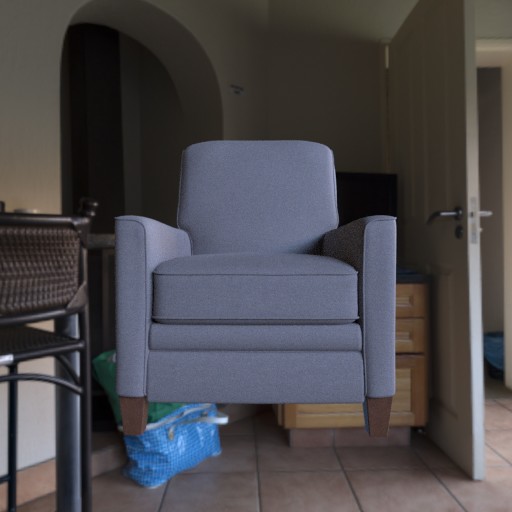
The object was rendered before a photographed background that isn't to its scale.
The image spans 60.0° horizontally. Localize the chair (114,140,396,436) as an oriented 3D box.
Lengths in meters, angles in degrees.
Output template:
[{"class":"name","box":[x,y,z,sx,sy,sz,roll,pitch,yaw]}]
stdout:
[{"class":"chair","box":[0.000,0.000,1.637,0.845,1.023,0.859,0,0,0]}]
